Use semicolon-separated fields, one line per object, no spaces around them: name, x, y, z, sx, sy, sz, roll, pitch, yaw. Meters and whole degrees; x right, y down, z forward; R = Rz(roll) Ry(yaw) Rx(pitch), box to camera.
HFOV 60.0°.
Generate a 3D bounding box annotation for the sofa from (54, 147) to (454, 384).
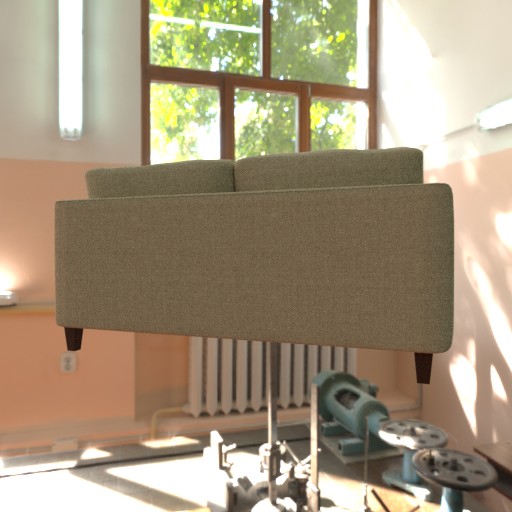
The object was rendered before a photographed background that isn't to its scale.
sofa;0.000;0.000;2.377;1.884;0.963;0.950;0;1;19
